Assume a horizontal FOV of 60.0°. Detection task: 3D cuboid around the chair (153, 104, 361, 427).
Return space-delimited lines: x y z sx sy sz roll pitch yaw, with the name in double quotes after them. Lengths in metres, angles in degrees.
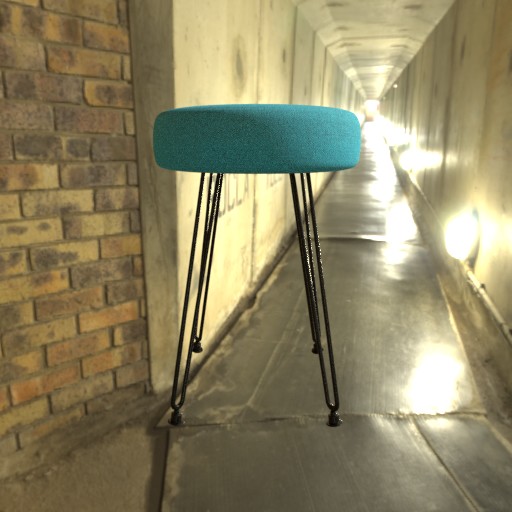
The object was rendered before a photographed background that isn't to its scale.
0.000 0.000 0.697 0.350 0.440 0.350 -13 20 -43 "chair"
